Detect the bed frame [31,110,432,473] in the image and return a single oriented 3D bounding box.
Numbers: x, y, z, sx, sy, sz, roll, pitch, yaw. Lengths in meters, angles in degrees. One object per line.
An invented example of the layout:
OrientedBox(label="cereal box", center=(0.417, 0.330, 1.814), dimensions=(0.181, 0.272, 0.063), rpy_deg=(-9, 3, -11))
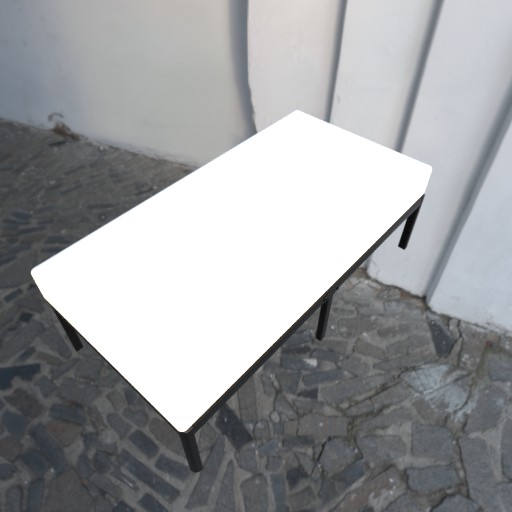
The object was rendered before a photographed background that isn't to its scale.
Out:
OrientedBox(label="bed frame", center=(0.000, 0.000, 2.495), dimensions=(1.023, 0.659, 1.950), rpy_deg=(33, 55, 27))
